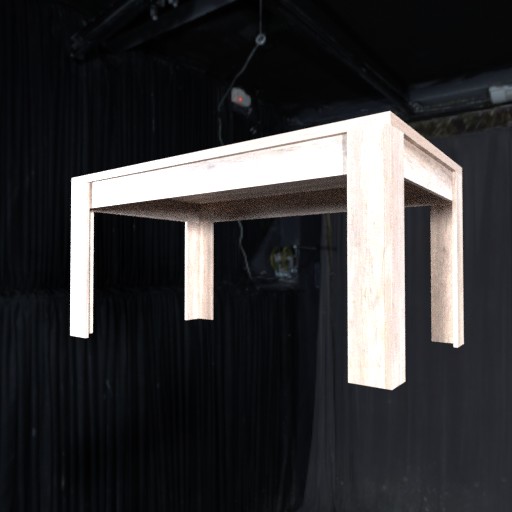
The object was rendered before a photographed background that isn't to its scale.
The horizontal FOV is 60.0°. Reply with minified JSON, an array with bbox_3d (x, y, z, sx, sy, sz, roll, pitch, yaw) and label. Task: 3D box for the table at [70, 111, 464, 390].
[{"bbox_3d":[0.000,0.000,2.066,1.600,0.775,0.900,-1,-2,37],"label":"table"}]
